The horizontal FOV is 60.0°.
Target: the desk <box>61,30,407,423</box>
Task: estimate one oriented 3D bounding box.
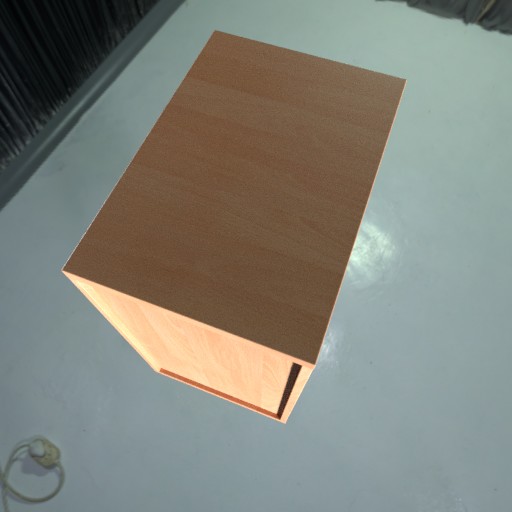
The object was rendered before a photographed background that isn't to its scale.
[{"bbox_3d":[0.000,0.000,1.091,0.404,0.730,0.600,19,65,9],"label":"desk"}]
